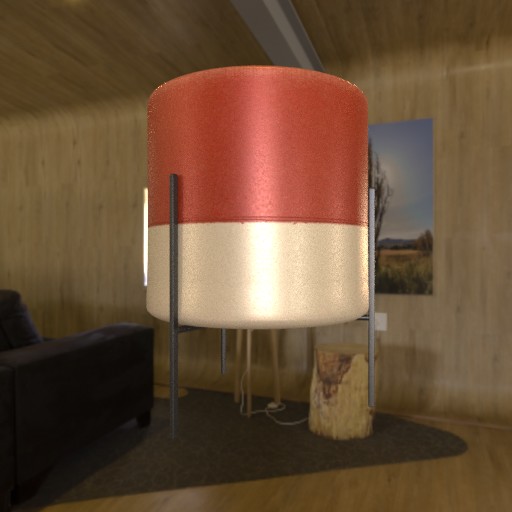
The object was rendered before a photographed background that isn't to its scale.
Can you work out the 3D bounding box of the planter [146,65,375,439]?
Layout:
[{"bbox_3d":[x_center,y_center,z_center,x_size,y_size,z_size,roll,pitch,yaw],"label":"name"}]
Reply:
[{"bbox_3d":[0.000,0.000,0.704,0.345,0.465,0.354,0,0,38],"label":"planter"}]
